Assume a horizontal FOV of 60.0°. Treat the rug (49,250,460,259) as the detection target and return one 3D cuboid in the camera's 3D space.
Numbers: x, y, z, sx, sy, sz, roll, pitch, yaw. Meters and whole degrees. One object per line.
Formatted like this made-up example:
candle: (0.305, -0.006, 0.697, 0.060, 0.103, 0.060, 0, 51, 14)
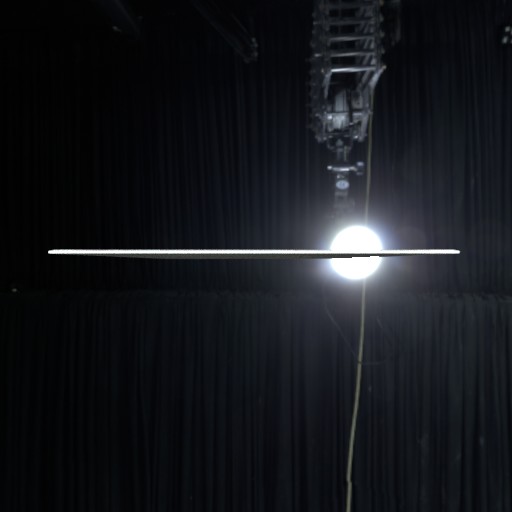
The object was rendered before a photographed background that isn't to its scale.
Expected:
rug: (0.000, 0.000, 2.815, 1.598, 0.014, 2.202, 0, -1, 0)
